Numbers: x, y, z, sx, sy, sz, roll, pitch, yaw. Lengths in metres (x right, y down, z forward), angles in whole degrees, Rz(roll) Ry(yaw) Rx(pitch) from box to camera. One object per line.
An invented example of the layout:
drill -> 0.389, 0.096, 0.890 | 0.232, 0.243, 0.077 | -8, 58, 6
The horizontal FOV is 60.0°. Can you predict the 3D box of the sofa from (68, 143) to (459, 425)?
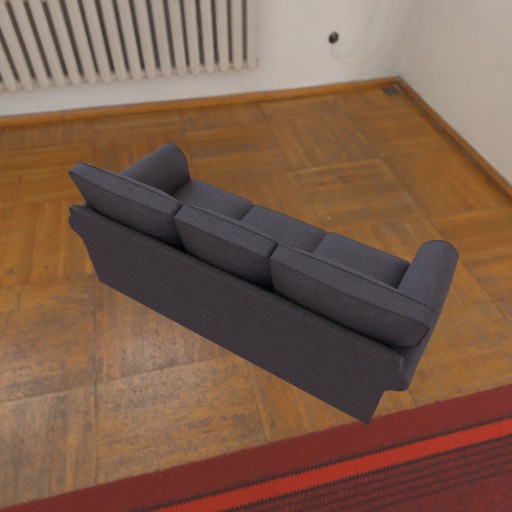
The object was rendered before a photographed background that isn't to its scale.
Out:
sofa -> 0.000, 0.000, 2.627 | 2.084, 0.966, 0.909 | 23, 51, 21
